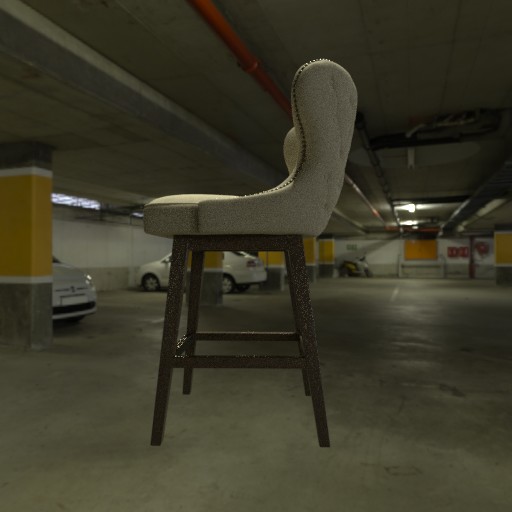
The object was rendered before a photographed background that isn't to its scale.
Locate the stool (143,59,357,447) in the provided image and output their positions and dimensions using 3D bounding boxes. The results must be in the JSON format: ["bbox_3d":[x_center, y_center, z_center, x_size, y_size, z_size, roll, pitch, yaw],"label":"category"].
[{"bbox_3d":[0.000,0.000,1.353,0.597,0.972,0.615,0,0,2],"label":"stool"}]
